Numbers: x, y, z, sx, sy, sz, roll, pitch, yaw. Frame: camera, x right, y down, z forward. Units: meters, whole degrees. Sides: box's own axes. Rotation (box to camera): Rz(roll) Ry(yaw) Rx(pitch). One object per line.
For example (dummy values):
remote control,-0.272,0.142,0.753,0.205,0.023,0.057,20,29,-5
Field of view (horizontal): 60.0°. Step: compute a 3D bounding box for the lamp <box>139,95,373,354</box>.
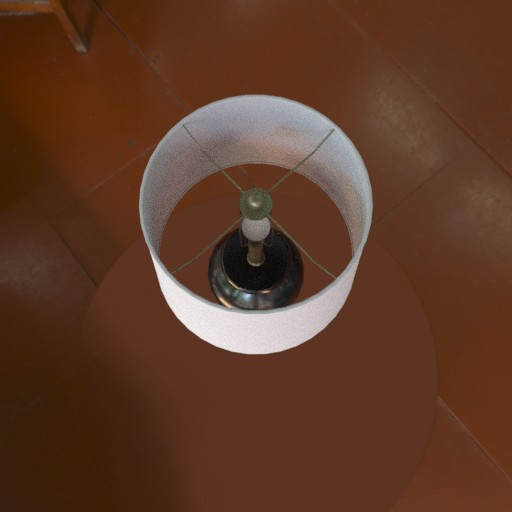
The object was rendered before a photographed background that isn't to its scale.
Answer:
lamp,0.000,0.000,0.550,0.239,0.399,0.239,0,76,0
